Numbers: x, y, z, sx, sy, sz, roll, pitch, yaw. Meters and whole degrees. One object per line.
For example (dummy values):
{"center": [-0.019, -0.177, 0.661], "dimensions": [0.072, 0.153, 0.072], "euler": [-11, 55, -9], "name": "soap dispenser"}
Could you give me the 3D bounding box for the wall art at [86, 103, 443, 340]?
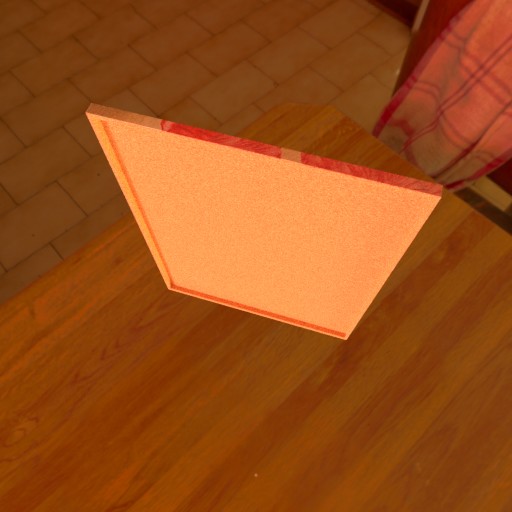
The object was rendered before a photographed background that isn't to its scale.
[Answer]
{"center": [0.000, 0.000, 1.370], "dimensions": [0.762, 1.015, 0.031], "euler": [15, 65, 7], "name": "wall art"}
